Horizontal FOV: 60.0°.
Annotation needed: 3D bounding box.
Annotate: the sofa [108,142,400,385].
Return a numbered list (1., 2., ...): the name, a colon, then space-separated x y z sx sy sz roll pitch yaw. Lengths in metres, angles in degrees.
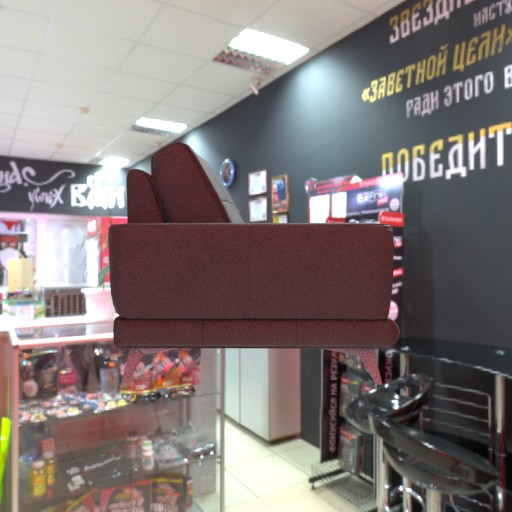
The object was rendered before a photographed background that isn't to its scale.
1. sofa: 0.000 0.000 2.389 1.018 0.907 1.806 0 0 1
